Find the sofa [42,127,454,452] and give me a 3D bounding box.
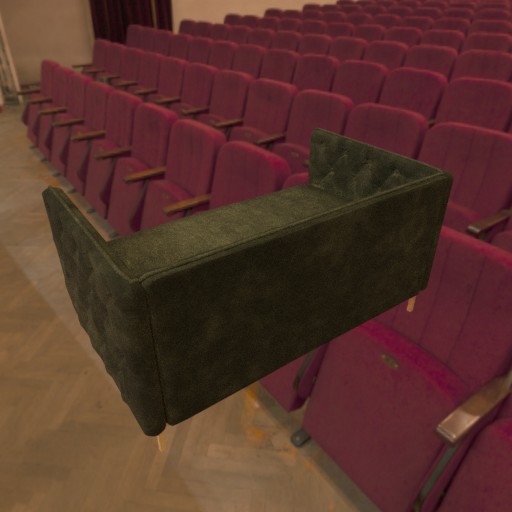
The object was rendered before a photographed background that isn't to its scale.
[{"bbox_3d":[0.000,0.000,2.036,1.537,0.768,0.895,-20,37,-30],"label":"sofa"}]
